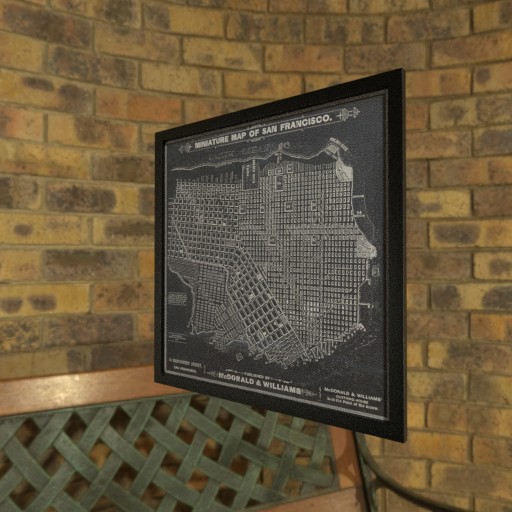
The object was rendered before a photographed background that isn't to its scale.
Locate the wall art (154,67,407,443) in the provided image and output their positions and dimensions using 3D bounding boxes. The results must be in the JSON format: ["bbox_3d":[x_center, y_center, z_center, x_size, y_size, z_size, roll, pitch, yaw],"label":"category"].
[{"bbox_3d":[0.000,0.000,0.681,0.457,0.458,0.012,-1,-1,37],"label":"wall art"}]
